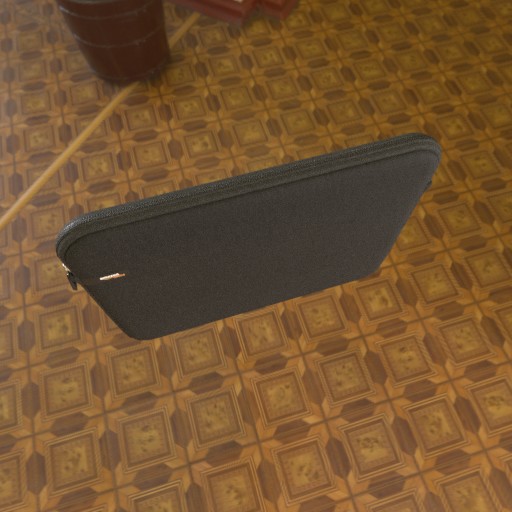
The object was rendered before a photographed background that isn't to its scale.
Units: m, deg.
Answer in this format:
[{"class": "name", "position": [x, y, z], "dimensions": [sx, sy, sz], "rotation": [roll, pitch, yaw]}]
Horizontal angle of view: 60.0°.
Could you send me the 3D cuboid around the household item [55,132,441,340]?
[{"class": "household item", "position": [0.000, 0.000, 0.528], "dimensions": [0.396, 0.305, 0.030], "rotation": [-15, 64, -8]}]
